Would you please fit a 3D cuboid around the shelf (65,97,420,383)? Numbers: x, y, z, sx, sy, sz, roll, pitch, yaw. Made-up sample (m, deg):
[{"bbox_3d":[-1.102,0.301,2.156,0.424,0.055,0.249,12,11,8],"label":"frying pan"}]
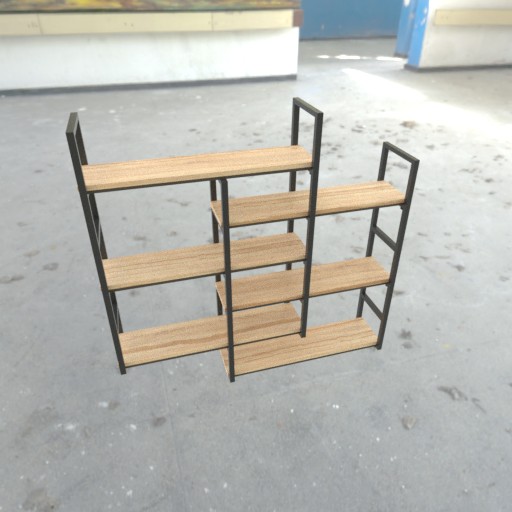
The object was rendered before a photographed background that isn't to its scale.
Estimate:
[{"bbox_3d":[0.000,0.000,1.416,0.946,0.921,0.183,-9,33,-14],"label":"shelf"}]
